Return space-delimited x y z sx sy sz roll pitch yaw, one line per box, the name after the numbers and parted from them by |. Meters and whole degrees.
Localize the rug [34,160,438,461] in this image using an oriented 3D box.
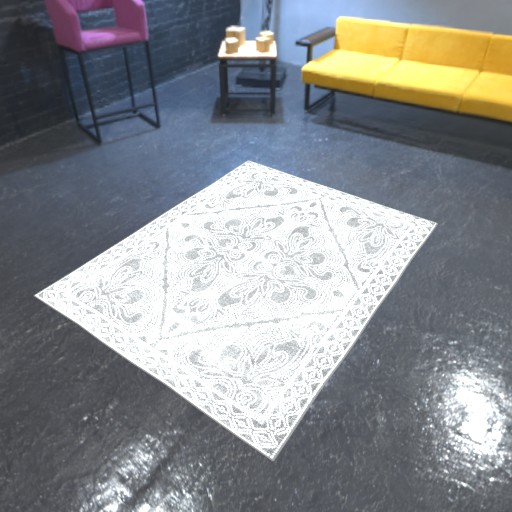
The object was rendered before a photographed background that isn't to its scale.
0.000 0.000 4.117 2.438 0.012 3.048 25 45 27 | rug
